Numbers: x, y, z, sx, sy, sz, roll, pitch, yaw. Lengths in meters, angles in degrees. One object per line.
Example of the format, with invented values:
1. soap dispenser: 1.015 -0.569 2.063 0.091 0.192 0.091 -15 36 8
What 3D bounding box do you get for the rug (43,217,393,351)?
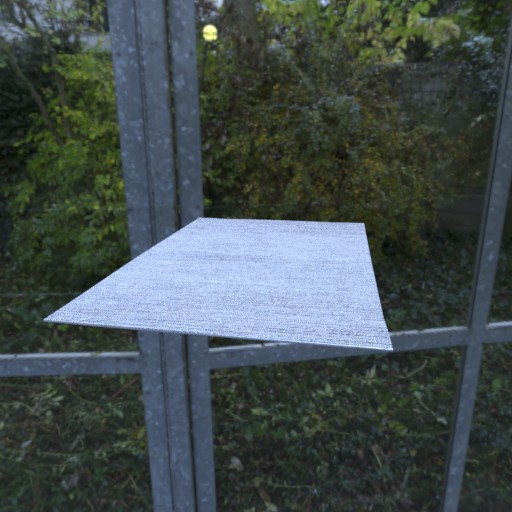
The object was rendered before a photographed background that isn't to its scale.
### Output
1. rug: 0.000 0.000 2.253 1.159 0.021 1.789 3 17 10
